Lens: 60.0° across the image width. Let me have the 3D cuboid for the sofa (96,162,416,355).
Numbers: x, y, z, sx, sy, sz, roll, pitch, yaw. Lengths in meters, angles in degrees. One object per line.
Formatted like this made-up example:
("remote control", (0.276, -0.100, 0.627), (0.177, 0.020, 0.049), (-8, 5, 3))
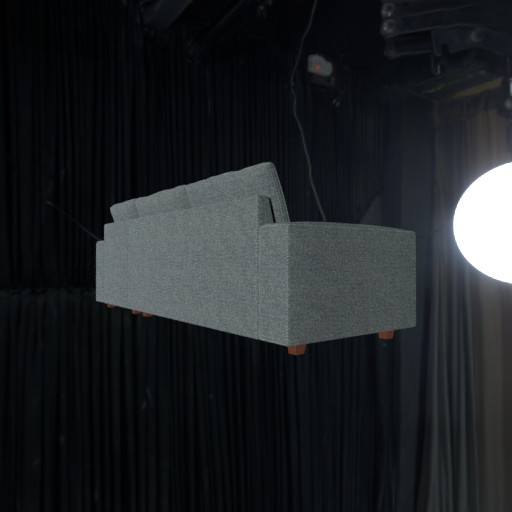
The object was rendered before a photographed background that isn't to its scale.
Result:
("sofa", (0.000, 0.000, 3.554), (1.689, 0.940, 2.718), (0, 0, -37))
